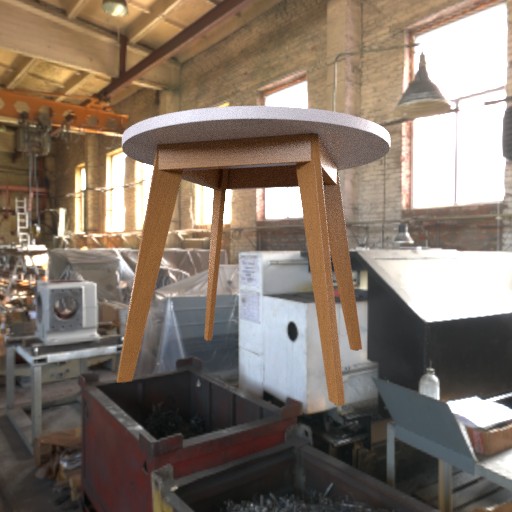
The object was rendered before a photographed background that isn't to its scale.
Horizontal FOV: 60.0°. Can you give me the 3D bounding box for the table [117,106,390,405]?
[{"bbox_3d":[0.000,0.000,1.553,0.896,0.762,0.896,0,1,0],"label":"table"}]
